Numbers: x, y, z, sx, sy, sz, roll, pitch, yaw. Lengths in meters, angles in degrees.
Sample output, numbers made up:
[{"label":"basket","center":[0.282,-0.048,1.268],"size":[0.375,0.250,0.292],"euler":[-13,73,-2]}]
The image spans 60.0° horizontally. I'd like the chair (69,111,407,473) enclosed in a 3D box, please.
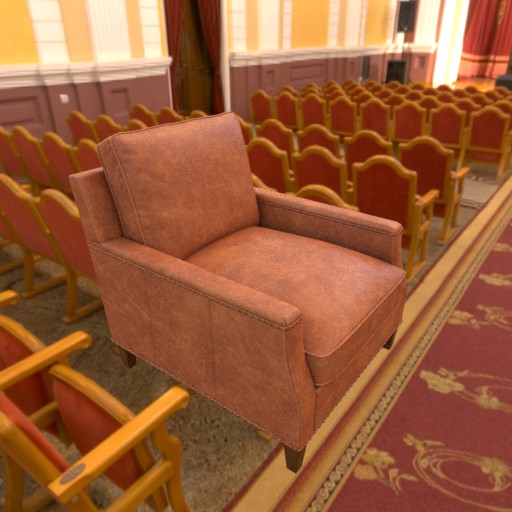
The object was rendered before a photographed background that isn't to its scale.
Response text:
[{"label":"chair","center":[0.000,0.000,1.718],"size":[1.014,0.943,0.853],"euler":[19,32,32]}]
